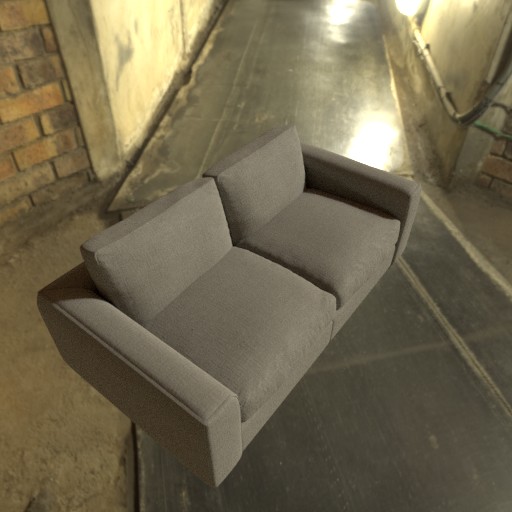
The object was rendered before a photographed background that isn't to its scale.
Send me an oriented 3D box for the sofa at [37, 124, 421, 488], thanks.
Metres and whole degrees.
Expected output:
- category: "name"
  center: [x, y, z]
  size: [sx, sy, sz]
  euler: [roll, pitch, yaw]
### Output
- category: "sofa"
  center: [0.000, 0.000, 2.386]
  size: [1.069, 0.800, 1.920]
  euler: [27, 49, 27]
